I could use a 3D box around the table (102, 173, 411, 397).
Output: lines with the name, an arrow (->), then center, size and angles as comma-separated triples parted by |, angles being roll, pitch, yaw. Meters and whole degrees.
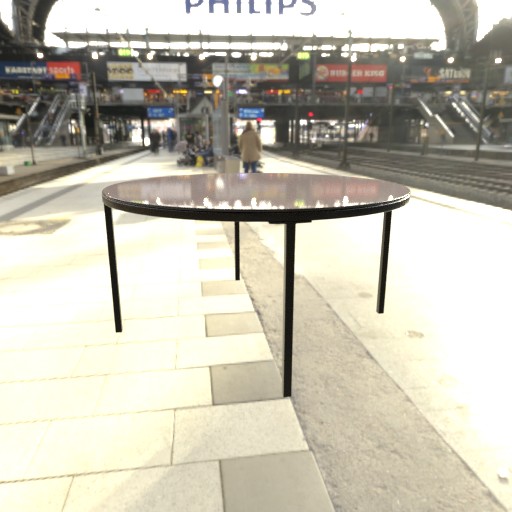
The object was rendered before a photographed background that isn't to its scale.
table -> 0.000, 0.000, 1.262 | 0.800, 0.400, 0.800 | 0, 15, 0
